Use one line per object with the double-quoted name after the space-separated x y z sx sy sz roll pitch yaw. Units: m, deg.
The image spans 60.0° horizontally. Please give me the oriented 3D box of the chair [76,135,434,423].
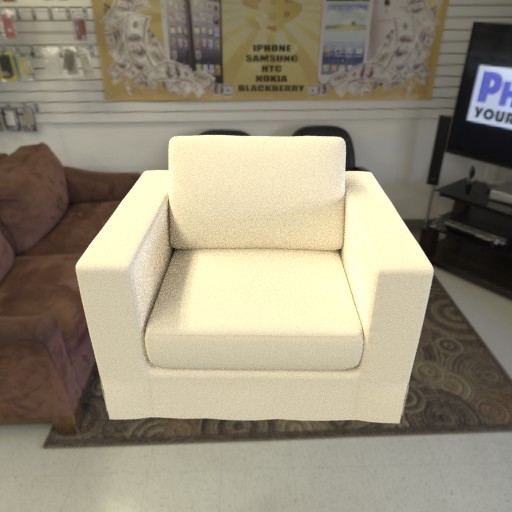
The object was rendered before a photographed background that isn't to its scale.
0.000 0.000 1.855 1.150 0.878 0.957 0 29 1 "chair"
